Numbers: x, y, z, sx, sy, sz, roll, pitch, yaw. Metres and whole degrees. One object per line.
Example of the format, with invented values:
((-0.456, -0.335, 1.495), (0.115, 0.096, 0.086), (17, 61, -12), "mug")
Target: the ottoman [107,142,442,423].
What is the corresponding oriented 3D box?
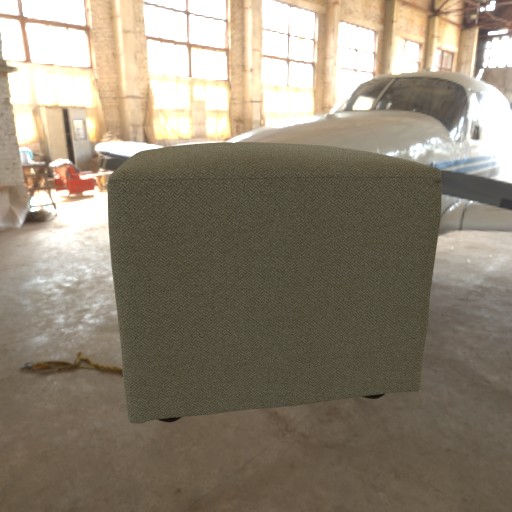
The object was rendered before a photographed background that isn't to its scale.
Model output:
((0.000, 0.000, 0.924), (0.512, 0.453, 0.521), (-3, 17, -10), "ottoman")
